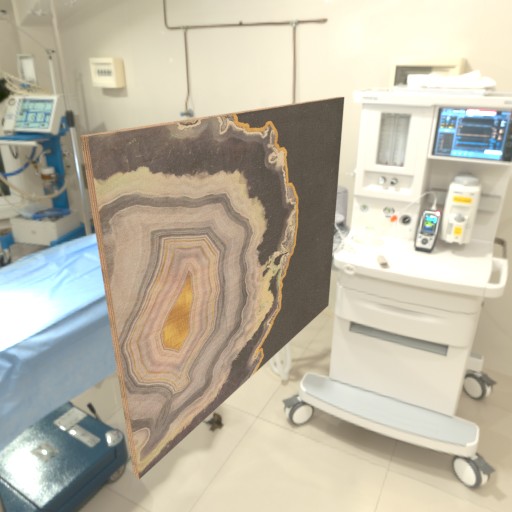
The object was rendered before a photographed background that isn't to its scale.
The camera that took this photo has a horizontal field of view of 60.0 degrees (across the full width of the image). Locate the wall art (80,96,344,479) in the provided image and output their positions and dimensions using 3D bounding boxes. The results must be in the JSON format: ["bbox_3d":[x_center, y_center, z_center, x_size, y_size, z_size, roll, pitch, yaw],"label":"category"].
[{"bbox_3d":[0.000,0.000,0.648,0.010,0.408,0.508,16,29,32],"label":"wall art"}]
